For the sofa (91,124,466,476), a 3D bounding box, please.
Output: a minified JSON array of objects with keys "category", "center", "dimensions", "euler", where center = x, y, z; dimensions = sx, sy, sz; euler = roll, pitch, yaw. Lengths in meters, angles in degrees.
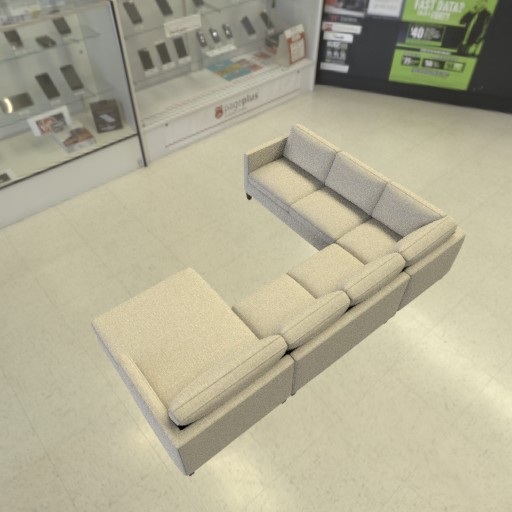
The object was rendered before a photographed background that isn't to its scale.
[{"category":"sofa","center":[0.000,0.000,4.531],"dimensions":[3.403,0.889,2.551],"euler":[-30,54,-25]}]
